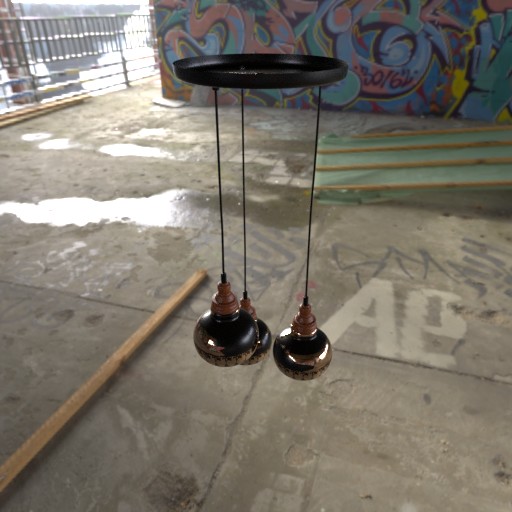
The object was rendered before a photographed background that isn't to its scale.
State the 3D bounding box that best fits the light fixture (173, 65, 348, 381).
[{"bbox_3d":[0.000,0.000,1.753,0.608,1.410,0.605,21,36,32],"label":"light fixture"}]
